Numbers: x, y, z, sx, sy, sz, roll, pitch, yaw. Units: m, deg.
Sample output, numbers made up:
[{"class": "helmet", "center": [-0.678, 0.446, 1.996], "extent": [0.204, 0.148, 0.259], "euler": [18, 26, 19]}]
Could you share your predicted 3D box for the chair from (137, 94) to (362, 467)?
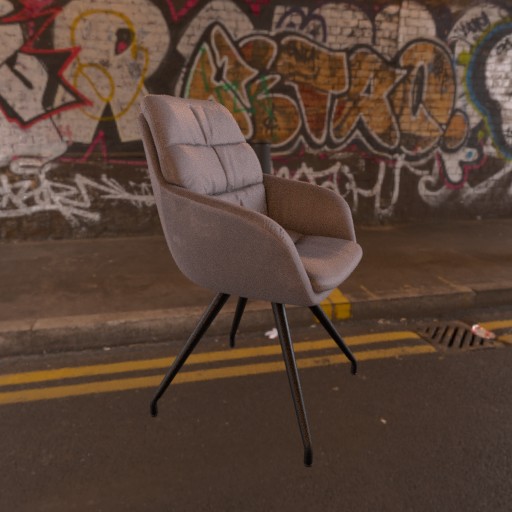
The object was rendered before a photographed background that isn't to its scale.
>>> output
[{"class": "chair", "center": [0.000, 0.000, 1.290], "extent": [0.569, 0.888, 0.579], "euler": [7, 17, 24]}]
